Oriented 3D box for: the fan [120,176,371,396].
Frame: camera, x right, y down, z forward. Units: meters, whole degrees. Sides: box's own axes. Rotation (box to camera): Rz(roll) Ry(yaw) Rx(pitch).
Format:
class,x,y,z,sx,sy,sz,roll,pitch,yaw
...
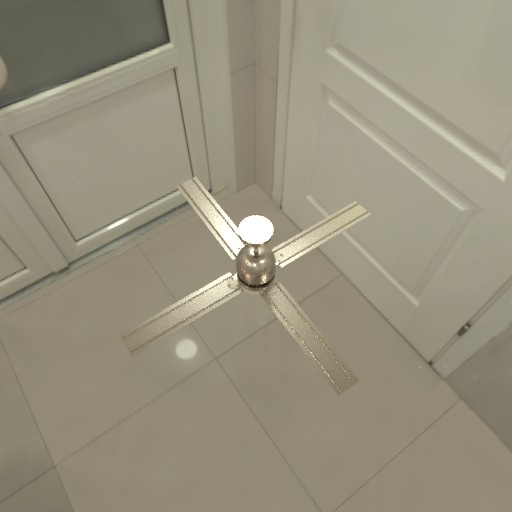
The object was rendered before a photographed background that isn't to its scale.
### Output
class,x,y,z,sx,sy,sz,roll,pitch,yaw
fan,0.000,0.000,1.988,1.346,0.406,1.346,-31,63,-18
